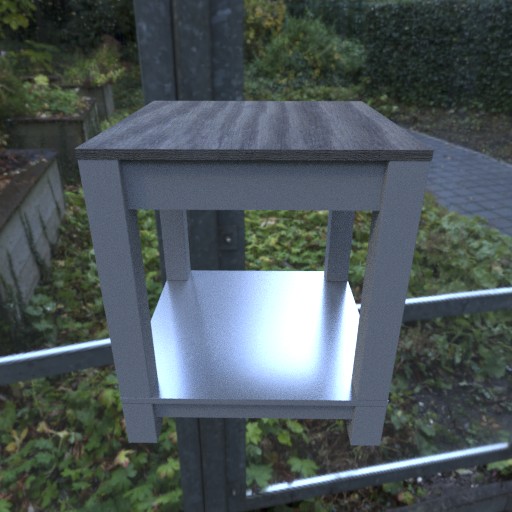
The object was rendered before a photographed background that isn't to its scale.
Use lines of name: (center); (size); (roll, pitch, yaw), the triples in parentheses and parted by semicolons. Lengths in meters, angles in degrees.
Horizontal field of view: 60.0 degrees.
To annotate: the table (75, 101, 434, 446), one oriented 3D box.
table: (0.000, 0.000, 0.979); (0.504, 0.587, 0.506); (0, 27, 1)
